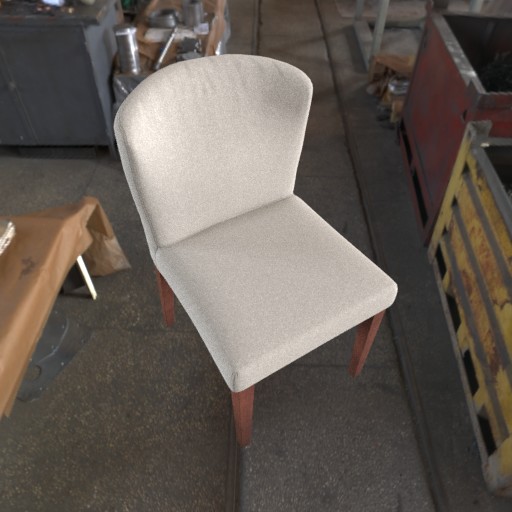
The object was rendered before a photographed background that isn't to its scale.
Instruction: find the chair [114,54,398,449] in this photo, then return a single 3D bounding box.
[{"bbox_3d":[0.000,0.000,1.174,0.491,0.839,0.592,-24,51,-22],"label":"chair"}]
